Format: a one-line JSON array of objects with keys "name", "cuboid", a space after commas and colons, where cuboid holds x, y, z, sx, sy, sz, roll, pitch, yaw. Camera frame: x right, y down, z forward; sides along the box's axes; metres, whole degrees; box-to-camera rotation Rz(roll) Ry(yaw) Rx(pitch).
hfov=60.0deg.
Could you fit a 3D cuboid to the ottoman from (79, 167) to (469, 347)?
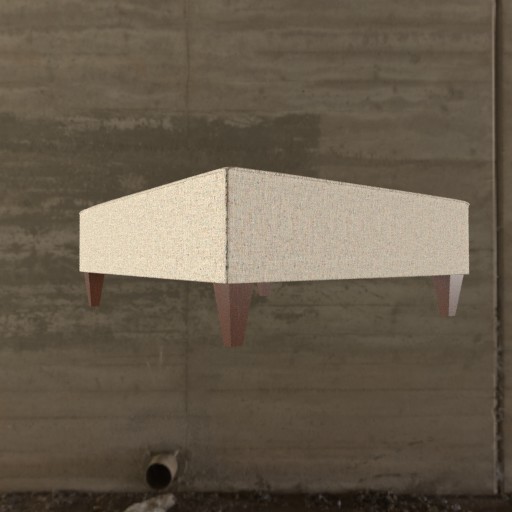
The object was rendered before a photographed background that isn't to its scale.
[{"name": "ottoman", "cuboid": [0.000, 0.000, 1.239, 0.736, 0.303, 0.835, 0, 0, -37]}]
